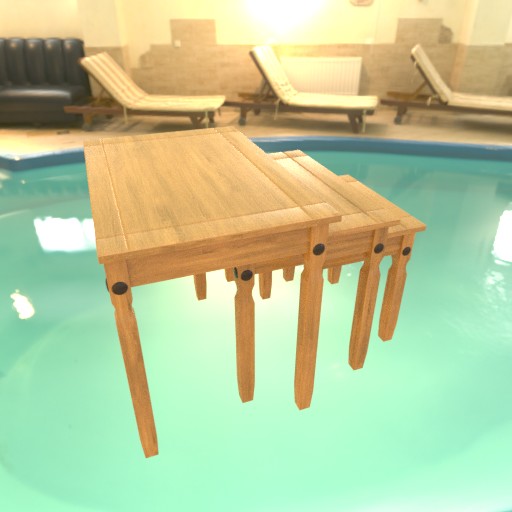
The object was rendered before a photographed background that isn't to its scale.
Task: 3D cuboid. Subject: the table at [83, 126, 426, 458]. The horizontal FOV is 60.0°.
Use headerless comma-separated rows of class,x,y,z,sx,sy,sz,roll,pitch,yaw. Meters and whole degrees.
table,0.000,0.000,1.209,0.773,0.535,0.660,-11,33,-17
